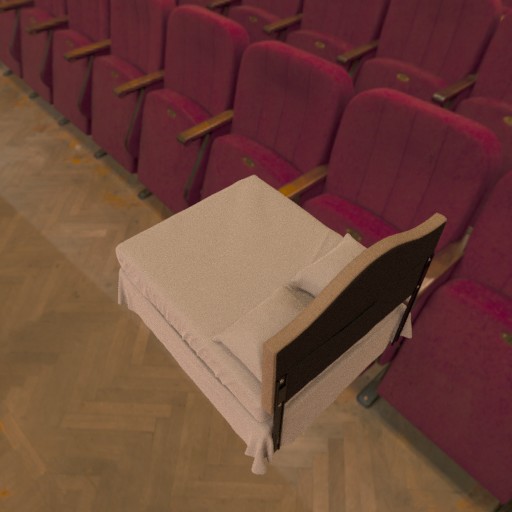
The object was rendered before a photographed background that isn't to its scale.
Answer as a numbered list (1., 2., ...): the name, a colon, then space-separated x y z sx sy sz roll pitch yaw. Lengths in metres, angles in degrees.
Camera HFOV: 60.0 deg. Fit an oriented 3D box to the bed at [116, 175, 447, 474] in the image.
1. bed: 0.000 0.000 3.590 1.876 1.645 2.221 -32 54 -27
